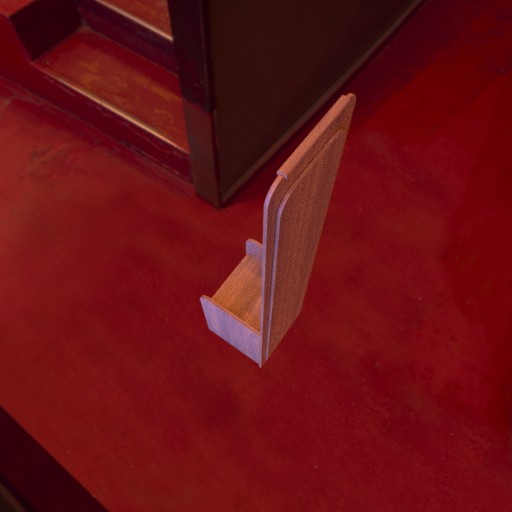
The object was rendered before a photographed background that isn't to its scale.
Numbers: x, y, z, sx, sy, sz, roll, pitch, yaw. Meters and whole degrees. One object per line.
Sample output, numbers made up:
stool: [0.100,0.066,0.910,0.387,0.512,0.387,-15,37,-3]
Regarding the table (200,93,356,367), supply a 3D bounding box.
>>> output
table: [0.000,0.000,2.008,0.420,1.830,0.450,32,67,15]
